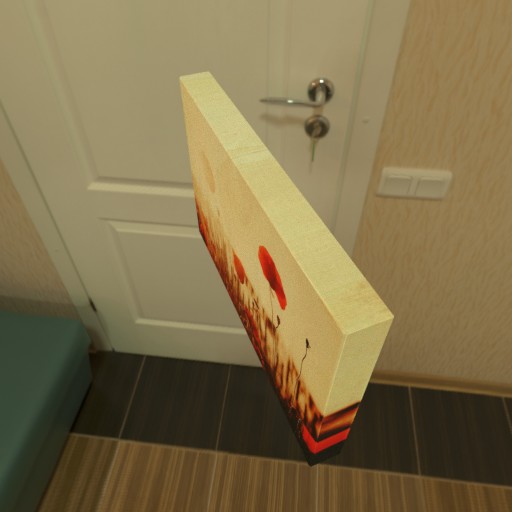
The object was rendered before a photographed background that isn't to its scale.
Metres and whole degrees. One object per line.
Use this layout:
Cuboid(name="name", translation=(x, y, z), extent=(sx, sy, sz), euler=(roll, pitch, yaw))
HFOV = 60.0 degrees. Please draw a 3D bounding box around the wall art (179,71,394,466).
Cuboid(name="wall art", translation=(0.000, 0.000, 0.494), extent=(0.037, 0.251, 0.383), euler=(-17, 49, -15))
